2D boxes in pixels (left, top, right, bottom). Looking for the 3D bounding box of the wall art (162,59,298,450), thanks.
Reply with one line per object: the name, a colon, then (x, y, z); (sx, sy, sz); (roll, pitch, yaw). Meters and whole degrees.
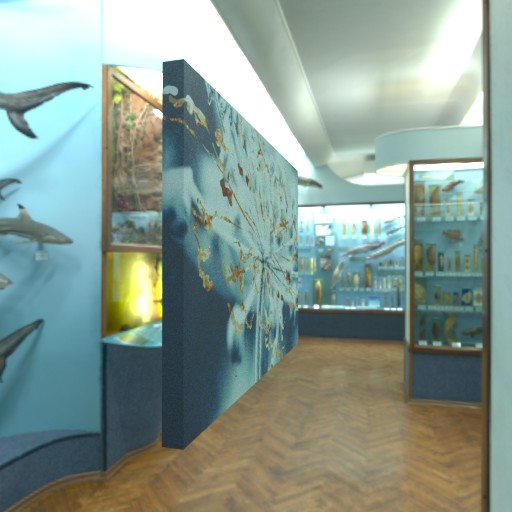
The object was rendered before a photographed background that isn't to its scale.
wall art: (0.000, 0.000, 1.131); (0.038, 0.608, 0.912); (0, 0, 17)
